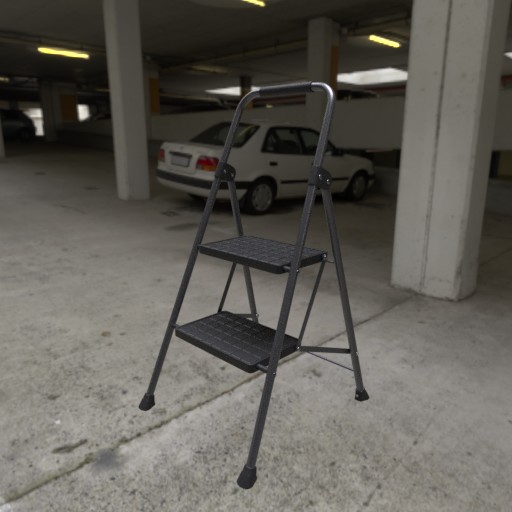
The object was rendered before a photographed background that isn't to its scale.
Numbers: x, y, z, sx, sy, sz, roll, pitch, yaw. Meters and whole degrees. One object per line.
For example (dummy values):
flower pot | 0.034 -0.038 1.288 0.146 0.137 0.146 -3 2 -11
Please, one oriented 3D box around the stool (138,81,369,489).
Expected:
stool | 0.000 0.000 1.173 0.450 0.872 0.514 14 20 43
